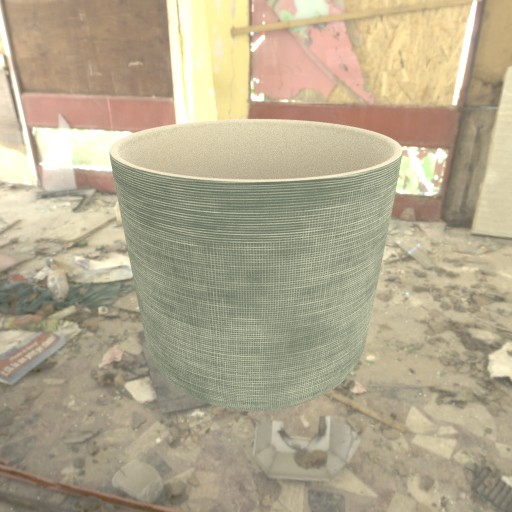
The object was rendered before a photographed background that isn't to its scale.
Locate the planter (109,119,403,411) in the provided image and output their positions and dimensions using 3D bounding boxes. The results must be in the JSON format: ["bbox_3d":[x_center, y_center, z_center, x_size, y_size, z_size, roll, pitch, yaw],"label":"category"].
[{"bbox_3d":[0.000,0.000,0.778,0.440,0.398,0.440,0,26,0],"label":"planter"}]
